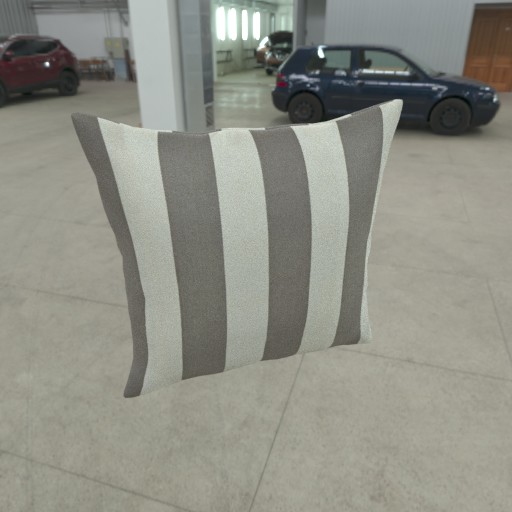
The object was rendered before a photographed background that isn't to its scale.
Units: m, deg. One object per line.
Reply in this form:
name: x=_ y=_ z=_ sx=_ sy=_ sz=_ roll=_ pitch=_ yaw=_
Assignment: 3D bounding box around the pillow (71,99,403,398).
pillow: x=0.000 y=0.000 z=0.777 sx=0.522 sy=0.507 sz=0.192 roll=-8 pitch=28 yaw=-16
